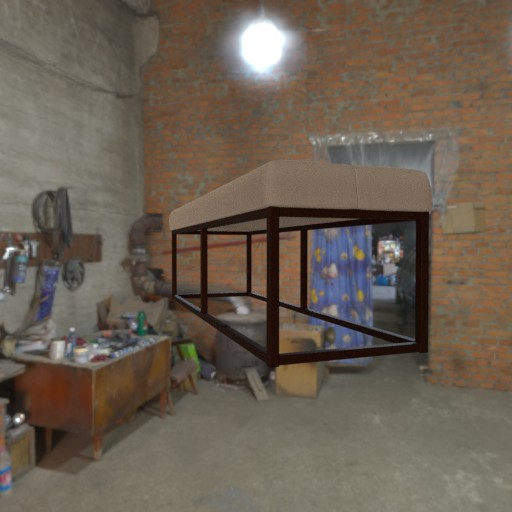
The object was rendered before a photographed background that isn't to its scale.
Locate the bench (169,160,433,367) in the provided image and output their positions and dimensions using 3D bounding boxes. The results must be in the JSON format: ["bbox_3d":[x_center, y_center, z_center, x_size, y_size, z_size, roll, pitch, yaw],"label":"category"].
[{"bbox_3d":[0.000,0.000,1.779,0.479,0.488,1.488,0,1,-19],"label":"bench"}]
